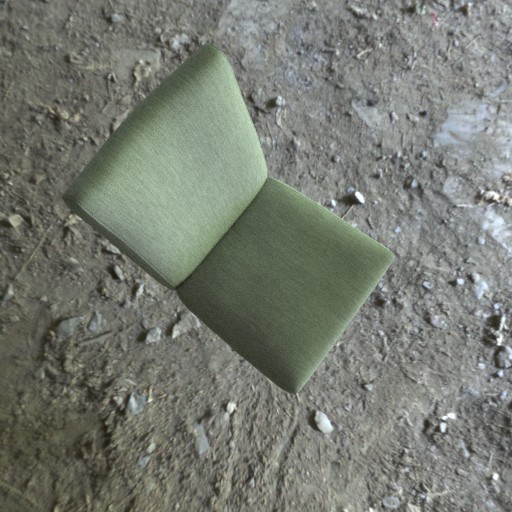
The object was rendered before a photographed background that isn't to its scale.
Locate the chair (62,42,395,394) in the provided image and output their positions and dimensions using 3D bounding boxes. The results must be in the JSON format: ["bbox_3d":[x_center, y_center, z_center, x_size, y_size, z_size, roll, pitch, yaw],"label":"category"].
[{"bbox_3d":[0.000,0.000,1.243,0.629,0.884,0.487,37,79,8],"label":"chair"}]
